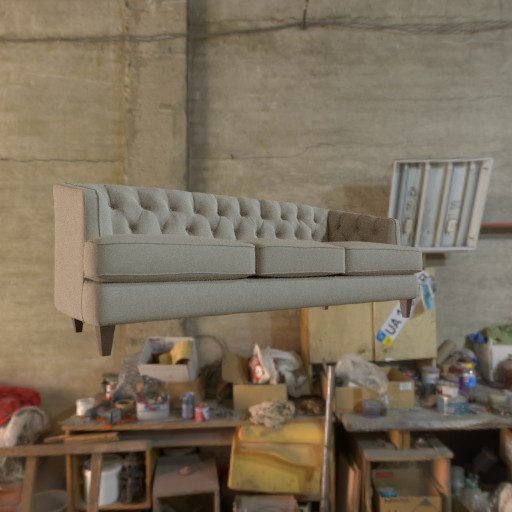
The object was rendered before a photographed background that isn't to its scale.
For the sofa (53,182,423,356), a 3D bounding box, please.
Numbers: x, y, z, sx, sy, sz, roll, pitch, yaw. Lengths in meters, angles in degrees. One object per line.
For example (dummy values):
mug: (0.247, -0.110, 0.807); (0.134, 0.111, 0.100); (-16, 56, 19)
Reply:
sofa: (0.000, 0.000, 2.772); (2.278, 0.855, 0.941); (1, -1, -37)
